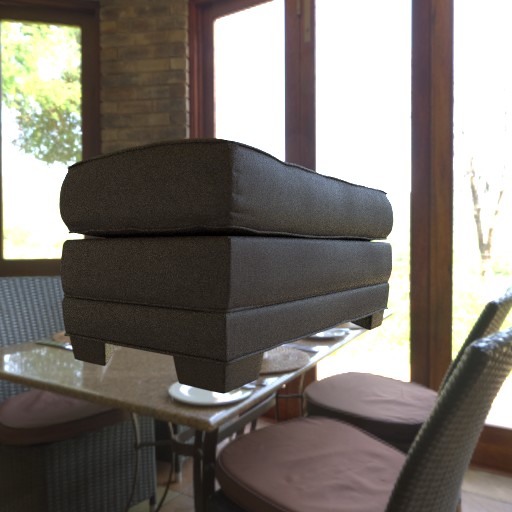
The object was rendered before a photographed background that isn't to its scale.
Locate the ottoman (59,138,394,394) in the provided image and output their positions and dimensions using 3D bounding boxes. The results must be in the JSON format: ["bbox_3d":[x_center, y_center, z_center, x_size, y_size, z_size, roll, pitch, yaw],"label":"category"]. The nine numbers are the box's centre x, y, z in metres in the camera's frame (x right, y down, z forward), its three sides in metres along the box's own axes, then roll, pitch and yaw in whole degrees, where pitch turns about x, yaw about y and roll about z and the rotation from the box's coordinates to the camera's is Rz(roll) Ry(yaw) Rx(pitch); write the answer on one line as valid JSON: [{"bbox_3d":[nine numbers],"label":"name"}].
[{"bbox_3d":[0.000,0.000,1.179,0.490,0.448,0.864,1,1,34],"label":"ottoman"}]
